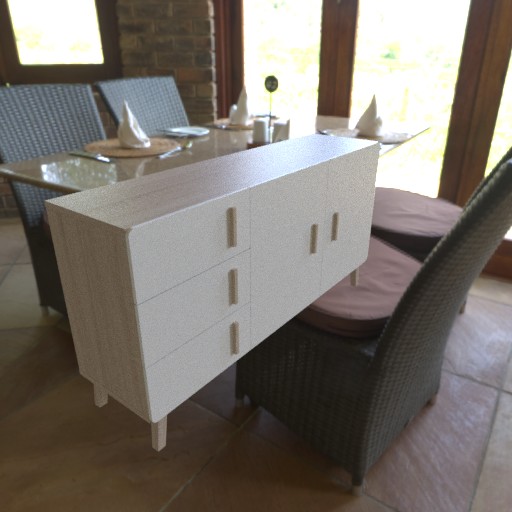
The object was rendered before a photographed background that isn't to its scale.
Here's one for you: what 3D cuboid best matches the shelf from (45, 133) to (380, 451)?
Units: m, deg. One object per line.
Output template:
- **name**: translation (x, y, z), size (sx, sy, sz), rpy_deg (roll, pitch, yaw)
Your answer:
- **shelf**: translation (0.000, 0.000, 1.872), size (0.400, 0.780, 1.490), rpy_deg (18, 30, 34)
